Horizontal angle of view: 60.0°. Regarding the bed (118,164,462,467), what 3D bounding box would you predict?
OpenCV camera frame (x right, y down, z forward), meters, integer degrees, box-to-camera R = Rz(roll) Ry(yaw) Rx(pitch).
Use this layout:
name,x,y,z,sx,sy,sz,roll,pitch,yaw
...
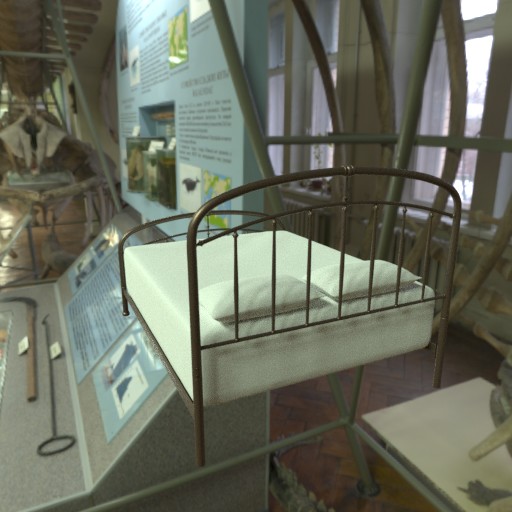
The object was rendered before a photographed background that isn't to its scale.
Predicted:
name,x,y,z,sx,sy,sz,roll,pitch,yaw
bed,0.000,0.000,3.323,1.711,1.475,2.168,-7,17,-25
